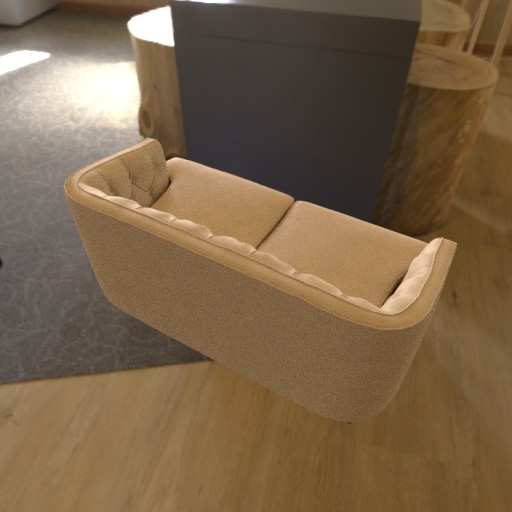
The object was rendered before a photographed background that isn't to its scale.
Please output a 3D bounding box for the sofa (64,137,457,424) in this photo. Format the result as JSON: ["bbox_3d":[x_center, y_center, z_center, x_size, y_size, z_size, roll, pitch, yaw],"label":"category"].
[{"bbox_3d":[0.000,0.000,2.248,1.731,0.878,0.940,23,50,20],"label":"sofa"}]
